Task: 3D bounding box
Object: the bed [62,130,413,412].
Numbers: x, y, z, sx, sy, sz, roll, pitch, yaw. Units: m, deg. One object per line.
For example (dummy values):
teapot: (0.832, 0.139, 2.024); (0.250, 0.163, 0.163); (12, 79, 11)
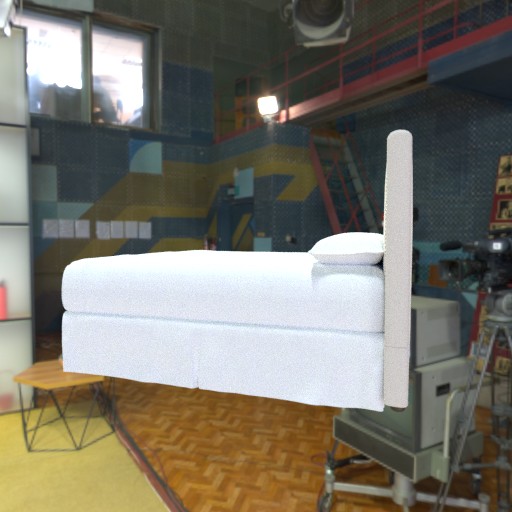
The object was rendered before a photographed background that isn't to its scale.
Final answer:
bed: (0.000, 0.000, 3.231); (2.143, 1.460, 1.753); (1, 3, 19)
